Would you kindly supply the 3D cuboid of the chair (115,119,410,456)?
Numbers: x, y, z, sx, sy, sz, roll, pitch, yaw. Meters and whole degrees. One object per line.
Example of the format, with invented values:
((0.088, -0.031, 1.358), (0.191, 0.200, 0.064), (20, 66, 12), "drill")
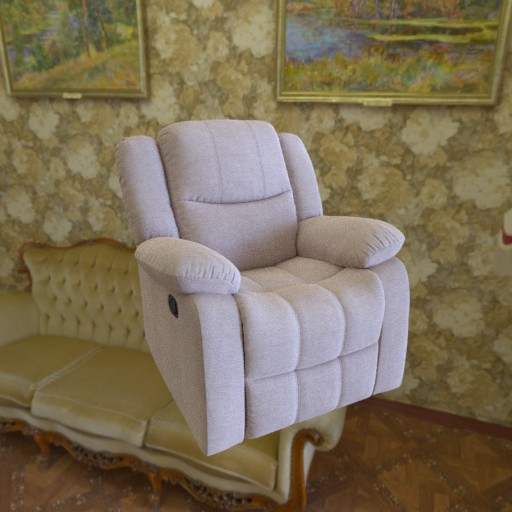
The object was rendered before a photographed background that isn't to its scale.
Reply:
((0.000, 0.000, 1.737), (0.899, 1.008, 0.944), (-9, 21, -25), "chair")
